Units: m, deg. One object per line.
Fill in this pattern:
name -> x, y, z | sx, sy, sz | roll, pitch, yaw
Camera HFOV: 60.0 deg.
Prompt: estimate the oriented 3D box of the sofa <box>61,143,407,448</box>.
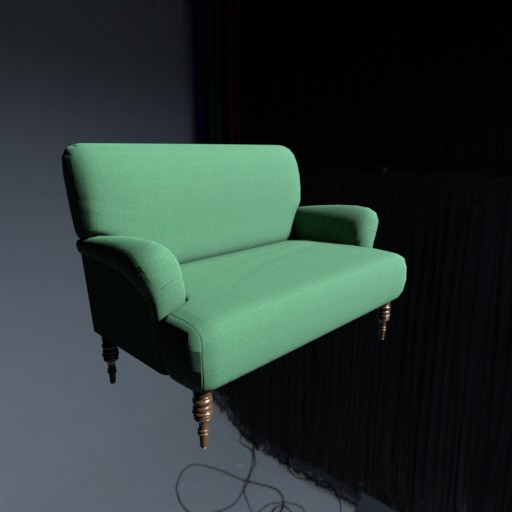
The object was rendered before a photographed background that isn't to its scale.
sofa -> 0.000, 0.000, 1.805 | 0.779, 0.889, 1.297 | 13, 18, 42
